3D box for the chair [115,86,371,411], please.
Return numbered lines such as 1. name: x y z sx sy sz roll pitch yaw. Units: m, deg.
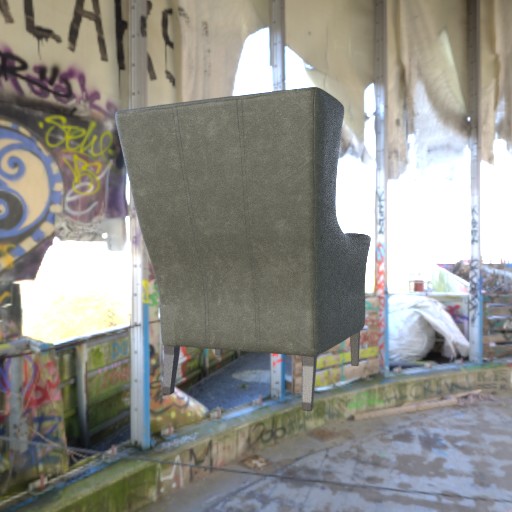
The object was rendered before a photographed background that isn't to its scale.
1. chair: 0.000 0.000 1.778 0.853 1.016 0.926 0 0 19
